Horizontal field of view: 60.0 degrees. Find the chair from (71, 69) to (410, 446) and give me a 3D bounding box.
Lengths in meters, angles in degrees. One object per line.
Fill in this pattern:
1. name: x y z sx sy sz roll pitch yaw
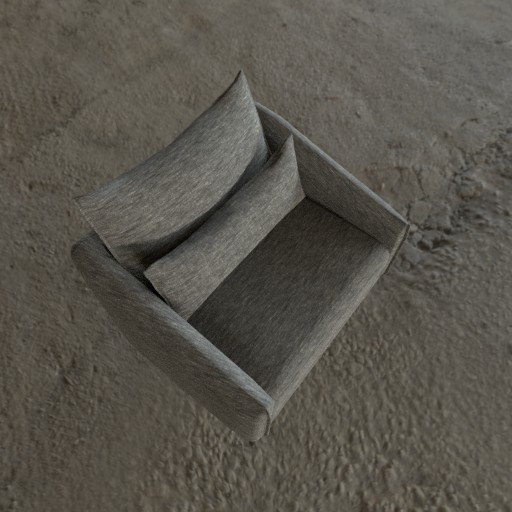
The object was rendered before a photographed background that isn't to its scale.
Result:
1. chair: 0.000 0.000 1.654 0.805 0.842 1.004 34 64 19
